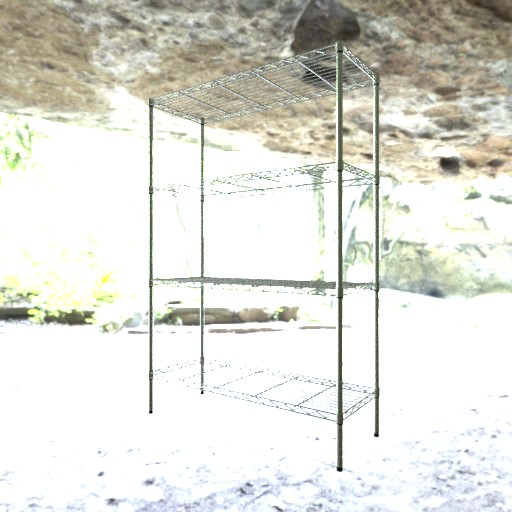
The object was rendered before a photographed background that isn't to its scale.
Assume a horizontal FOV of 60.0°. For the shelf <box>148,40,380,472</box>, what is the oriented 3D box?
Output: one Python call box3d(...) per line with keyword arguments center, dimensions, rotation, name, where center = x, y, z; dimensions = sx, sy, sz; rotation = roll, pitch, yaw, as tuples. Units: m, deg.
box3d(center=(0.000, 0.000, 1.793), dimensions=(0.907, 1.360, 0.352), rotation=(0, 0, 35), name="shelf")
